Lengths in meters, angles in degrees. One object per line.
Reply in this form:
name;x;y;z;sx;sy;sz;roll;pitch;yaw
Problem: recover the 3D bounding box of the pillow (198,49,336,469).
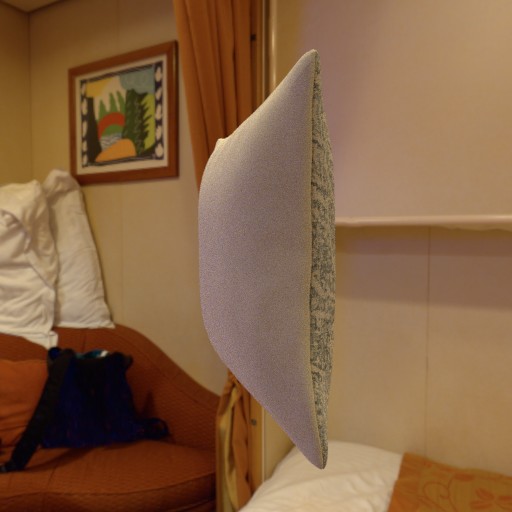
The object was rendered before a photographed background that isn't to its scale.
pillow;0.000;0.000;0.773;0.166;0.510;0.523;-1;2;-17
